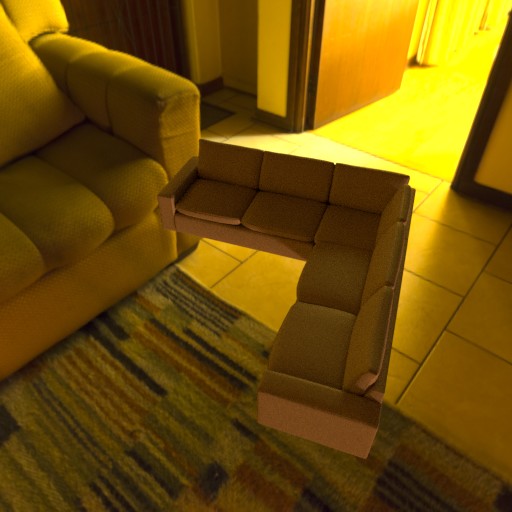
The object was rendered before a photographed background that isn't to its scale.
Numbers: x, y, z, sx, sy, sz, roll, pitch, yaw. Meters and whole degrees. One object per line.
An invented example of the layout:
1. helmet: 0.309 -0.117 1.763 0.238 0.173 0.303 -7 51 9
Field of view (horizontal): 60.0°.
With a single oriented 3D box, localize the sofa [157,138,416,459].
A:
1. sofa: 0.000 0.000 4.156 2.622 0.800 2.742 13 44 14
